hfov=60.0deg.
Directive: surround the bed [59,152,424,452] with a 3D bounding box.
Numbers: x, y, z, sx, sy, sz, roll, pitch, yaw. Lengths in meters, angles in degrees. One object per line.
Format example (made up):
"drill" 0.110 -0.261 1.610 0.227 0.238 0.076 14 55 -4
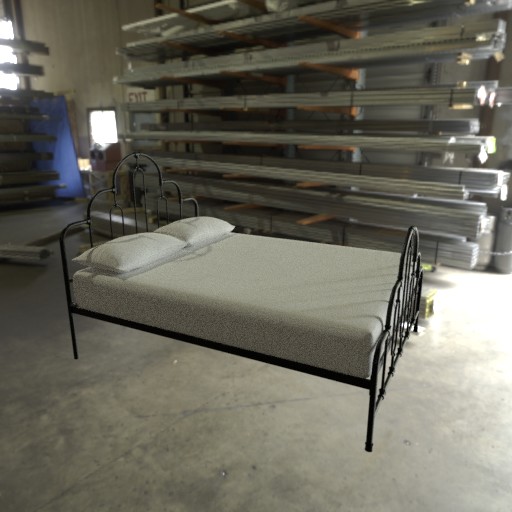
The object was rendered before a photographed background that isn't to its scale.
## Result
"bed" 0.000 0.000 3.258 2.181 1.444 1.626 8 18 26
